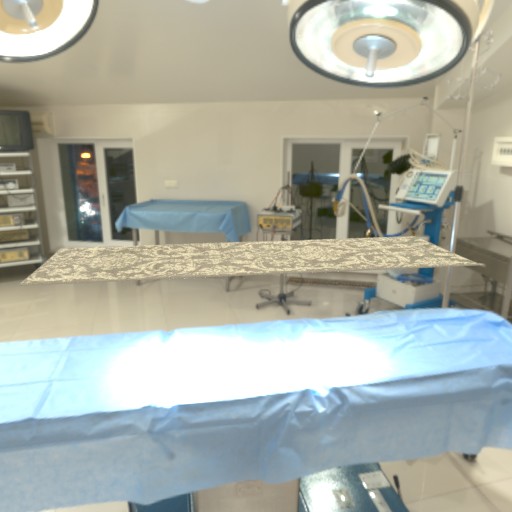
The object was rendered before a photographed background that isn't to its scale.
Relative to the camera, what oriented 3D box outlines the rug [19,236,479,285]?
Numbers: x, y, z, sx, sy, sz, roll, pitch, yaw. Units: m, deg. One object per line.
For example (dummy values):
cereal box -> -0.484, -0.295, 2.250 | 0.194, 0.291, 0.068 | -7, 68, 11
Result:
rug -> 0.000, 0.000, 2.407 | 2.196, 0.011, 0.662 | -2, 15, -8
